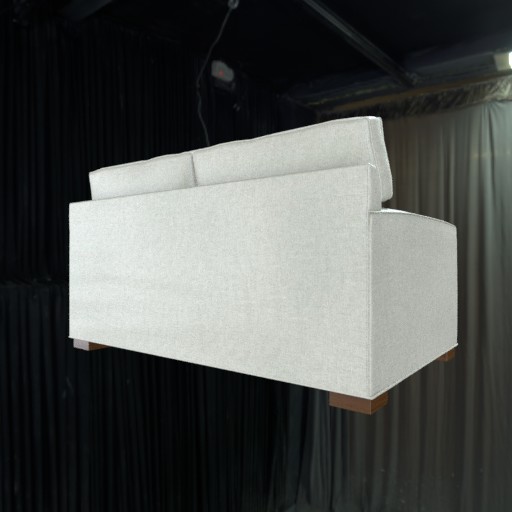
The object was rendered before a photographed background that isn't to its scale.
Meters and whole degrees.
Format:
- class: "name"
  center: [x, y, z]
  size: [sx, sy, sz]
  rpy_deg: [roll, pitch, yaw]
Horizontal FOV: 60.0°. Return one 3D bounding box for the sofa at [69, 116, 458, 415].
- class: "sofa"
  center: [0.000, 0.000, 1.984]
  size: [1.484, 0.853, 0.940]
  rpy_deg: [0, 0, 37]
